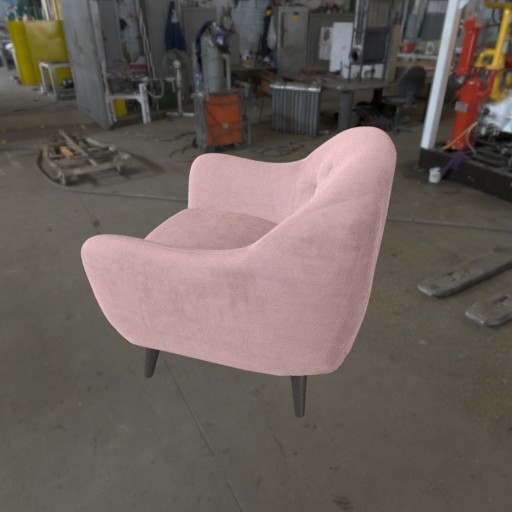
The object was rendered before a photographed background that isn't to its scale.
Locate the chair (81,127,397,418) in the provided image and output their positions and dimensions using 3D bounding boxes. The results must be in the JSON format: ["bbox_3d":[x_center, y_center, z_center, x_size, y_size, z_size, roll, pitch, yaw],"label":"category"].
[{"bbox_3d":[0.000,0.000,1.529,0.820,0.820,0.840,8,31,14],"label":"chair"}]
